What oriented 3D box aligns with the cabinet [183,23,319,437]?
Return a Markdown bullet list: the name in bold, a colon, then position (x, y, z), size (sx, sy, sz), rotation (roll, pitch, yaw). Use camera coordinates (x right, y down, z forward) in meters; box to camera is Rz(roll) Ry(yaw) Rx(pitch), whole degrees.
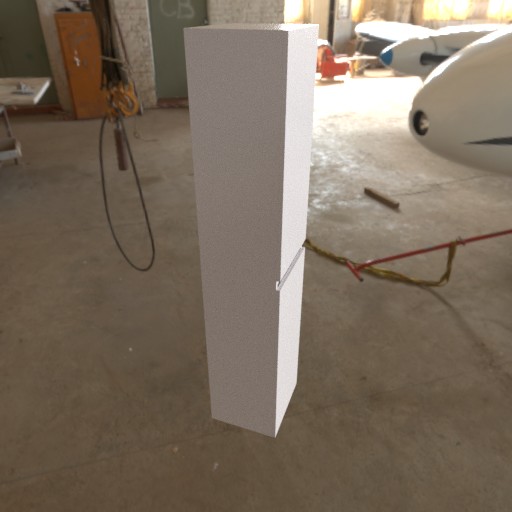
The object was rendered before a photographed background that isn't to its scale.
- **cabinet**: position (0.000, 0.000, 1.519), size (0.269, 1.400, 0.300), rotation (11, 32, 18)
